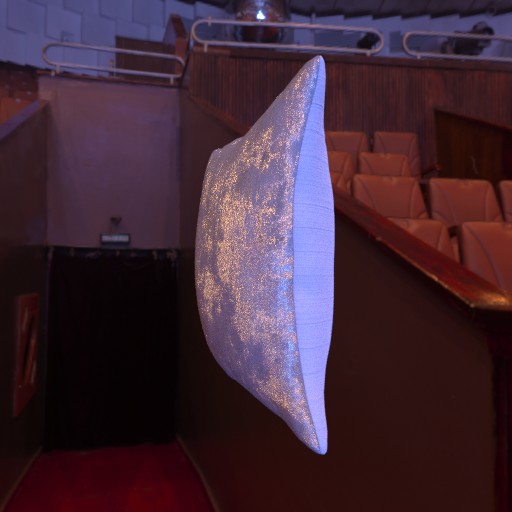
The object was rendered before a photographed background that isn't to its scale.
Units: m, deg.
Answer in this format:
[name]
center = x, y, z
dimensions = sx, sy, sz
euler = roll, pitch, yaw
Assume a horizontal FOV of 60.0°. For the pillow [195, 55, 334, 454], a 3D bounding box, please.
[pillow]
center = 0.000, 0.000, 0.726
dimensions = 0.175, 0.464, 0.470
euler = 1, -2, -19
